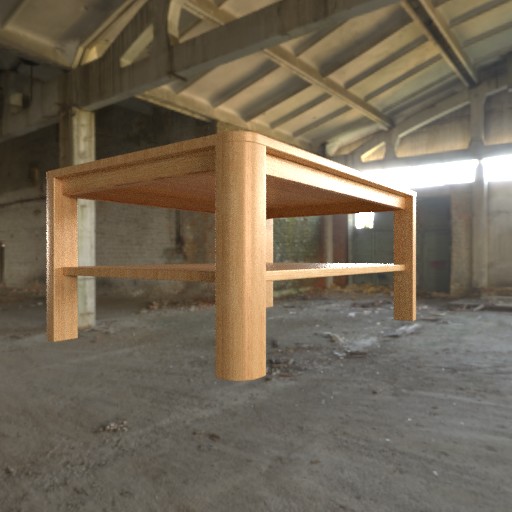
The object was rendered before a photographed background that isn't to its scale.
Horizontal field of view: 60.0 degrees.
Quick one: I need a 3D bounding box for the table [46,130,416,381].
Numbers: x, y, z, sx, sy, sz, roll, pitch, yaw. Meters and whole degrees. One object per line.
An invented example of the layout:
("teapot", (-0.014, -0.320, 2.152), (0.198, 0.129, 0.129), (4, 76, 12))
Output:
("table", (0.000, 0.000, 1.375), (0.696, 0.445, 0.997), (0, 0, 37))
